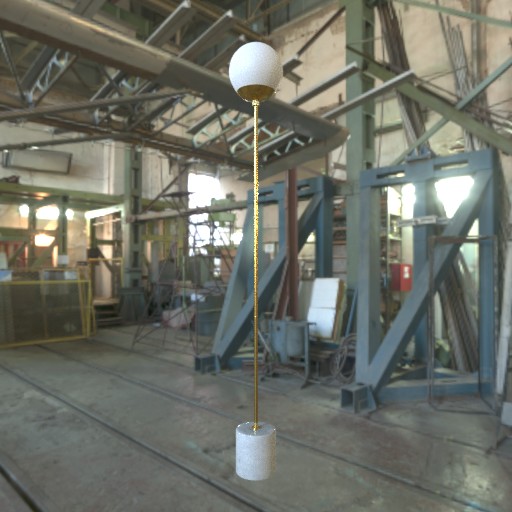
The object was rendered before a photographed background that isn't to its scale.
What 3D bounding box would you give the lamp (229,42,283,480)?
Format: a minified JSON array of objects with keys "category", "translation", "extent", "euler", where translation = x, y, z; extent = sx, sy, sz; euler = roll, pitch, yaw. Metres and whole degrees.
[{"category":"lamp","translation":[0.000,0.000,1.824],"extent":[0.224,1.753,0.224],"euler":[0,-1,0]}]
